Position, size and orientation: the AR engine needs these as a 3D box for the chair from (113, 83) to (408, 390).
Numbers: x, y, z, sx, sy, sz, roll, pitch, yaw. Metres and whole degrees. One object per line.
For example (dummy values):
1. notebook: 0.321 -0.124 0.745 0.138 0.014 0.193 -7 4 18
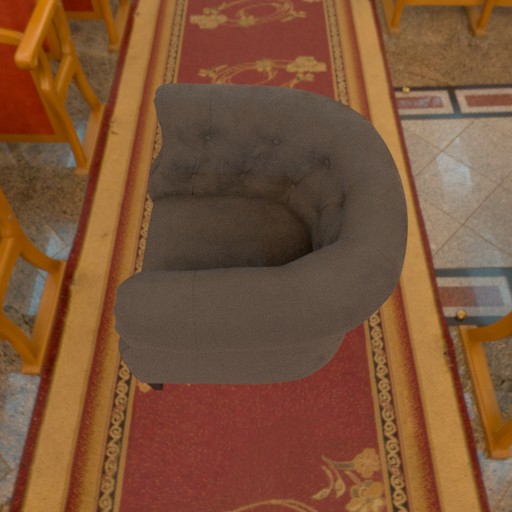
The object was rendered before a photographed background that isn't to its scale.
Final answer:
1. chair: 0.000 0.000 1.547 0.851 0.826 0.904 0 59 0
